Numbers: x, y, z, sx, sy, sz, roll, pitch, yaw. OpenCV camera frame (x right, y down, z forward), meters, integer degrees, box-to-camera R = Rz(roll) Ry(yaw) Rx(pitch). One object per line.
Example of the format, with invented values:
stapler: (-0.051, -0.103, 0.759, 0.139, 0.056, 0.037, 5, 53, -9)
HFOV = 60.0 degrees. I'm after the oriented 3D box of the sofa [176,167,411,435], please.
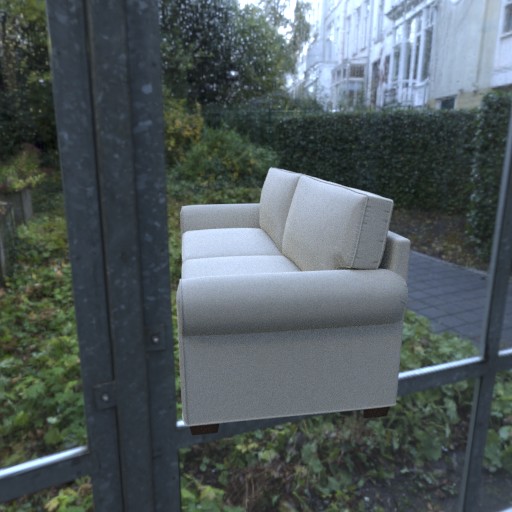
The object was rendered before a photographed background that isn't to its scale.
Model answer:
sofa: (0.000, 0.000, 2.652, 0.901, 0.962, 2.146, -2, 14, -9)
